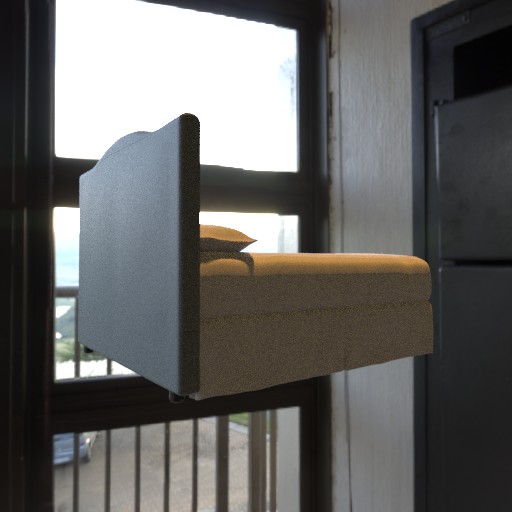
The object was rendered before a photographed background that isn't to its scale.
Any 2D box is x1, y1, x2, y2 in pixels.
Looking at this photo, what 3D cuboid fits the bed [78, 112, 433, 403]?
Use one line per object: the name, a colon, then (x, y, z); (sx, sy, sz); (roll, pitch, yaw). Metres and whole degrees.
bed: (0.000, 0.000, 3.346); (2.143, 1.460, 1.753); (1, -2, -36)
